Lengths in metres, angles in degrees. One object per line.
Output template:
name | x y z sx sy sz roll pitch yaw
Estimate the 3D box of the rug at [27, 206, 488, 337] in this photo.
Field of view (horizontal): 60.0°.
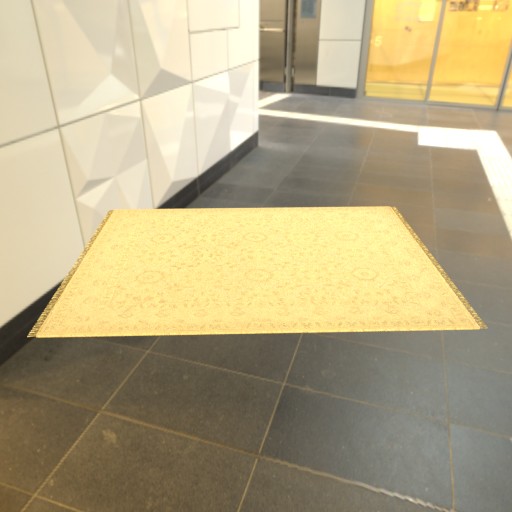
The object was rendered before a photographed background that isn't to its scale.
rug | 0.000 0.000 2.804 2.233 0.011 1.514 -1 29 -1
